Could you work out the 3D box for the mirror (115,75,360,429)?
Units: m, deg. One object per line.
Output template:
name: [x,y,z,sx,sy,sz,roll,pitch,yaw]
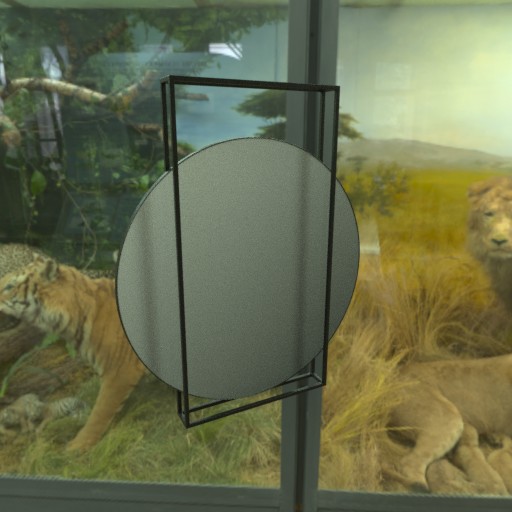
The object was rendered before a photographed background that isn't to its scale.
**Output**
mirror: [0.000,0.000,0.822,0.508,0.603,0.051,-8,17,-27]
